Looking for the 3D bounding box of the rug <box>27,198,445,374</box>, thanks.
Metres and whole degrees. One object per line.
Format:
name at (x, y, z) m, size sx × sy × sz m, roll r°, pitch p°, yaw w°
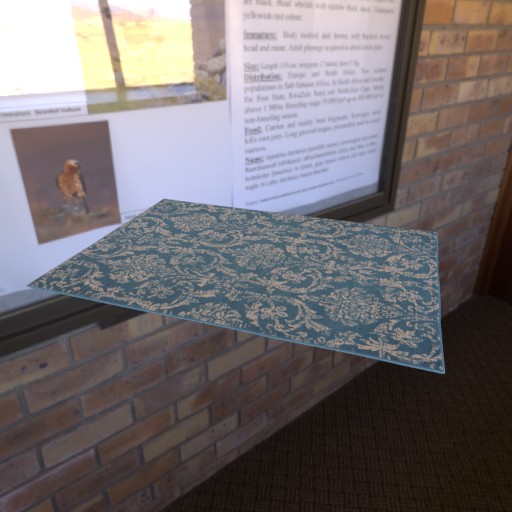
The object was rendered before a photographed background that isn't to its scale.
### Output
rug at (0.000, 0.000, 2.831) m, size 2.205 × 0.012 × 1.554 m, roll 9°, pitch 28°, yaw 17°
